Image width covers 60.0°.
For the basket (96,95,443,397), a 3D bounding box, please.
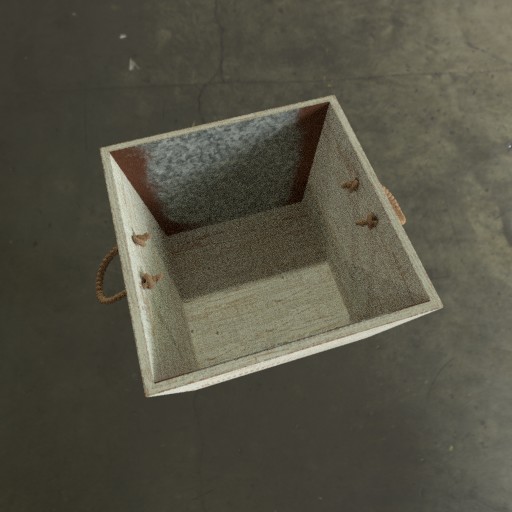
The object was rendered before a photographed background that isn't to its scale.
[{"bbox_3d":[0.000,0.000,0.778,0.545,0.247,0.413,-15,65,-7],"label":"basket"}]
